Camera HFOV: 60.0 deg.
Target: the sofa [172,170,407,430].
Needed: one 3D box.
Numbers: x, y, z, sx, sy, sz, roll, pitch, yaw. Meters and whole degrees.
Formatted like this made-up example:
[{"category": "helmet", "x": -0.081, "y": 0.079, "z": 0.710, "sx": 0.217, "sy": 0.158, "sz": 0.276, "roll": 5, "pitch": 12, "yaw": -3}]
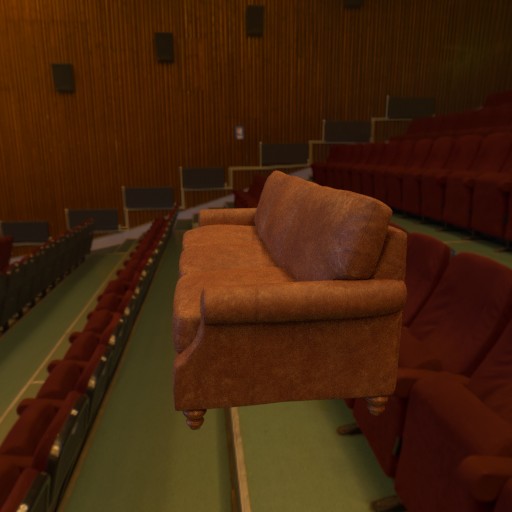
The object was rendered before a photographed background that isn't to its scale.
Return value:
[{"category": "sofa", "x": 0.000, "y": 0.000, "z": 2.815, "sx": 0.973, "sy": 0.977, "sz": 2.351, "roll": -2, "pitch": 14, "yaw": -7}]
